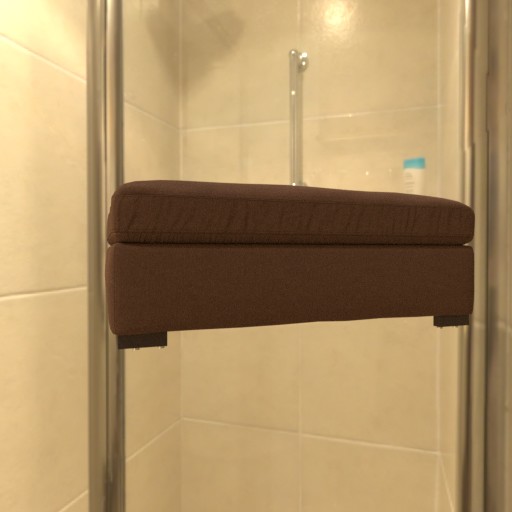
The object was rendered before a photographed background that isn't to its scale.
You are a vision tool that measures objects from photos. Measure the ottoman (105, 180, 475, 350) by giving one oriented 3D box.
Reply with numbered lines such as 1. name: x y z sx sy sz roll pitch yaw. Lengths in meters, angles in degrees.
1. ottoman: 0.000 0.000 1.832 1.181 0.470 1.181 0 1 -19
